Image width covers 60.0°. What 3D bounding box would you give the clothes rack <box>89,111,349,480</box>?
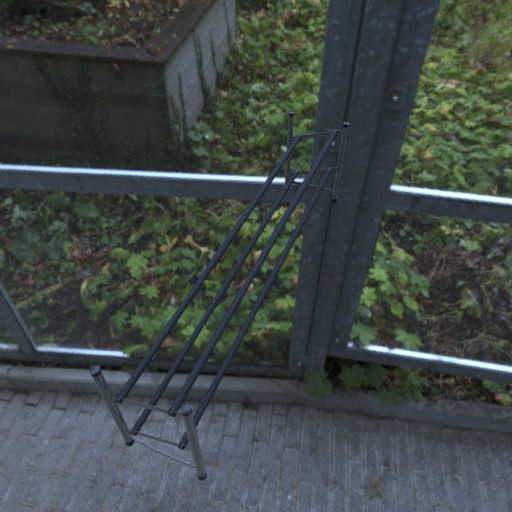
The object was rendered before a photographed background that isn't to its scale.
[{"bbox_3d":[0.000,0.000,1.336,0.229,0.349,1.168,17,47,16],"label":"clothes rack"}]
